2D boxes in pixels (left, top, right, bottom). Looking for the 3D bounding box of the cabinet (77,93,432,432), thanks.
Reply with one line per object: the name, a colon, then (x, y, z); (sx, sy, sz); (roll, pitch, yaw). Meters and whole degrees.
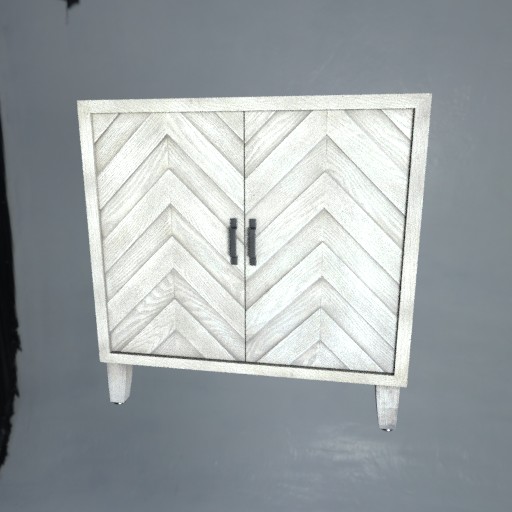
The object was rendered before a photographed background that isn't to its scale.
cabinet: (0.000, 0.000, 1.216); (0.781, 0.787, 0.370); (2, 13, 9)
